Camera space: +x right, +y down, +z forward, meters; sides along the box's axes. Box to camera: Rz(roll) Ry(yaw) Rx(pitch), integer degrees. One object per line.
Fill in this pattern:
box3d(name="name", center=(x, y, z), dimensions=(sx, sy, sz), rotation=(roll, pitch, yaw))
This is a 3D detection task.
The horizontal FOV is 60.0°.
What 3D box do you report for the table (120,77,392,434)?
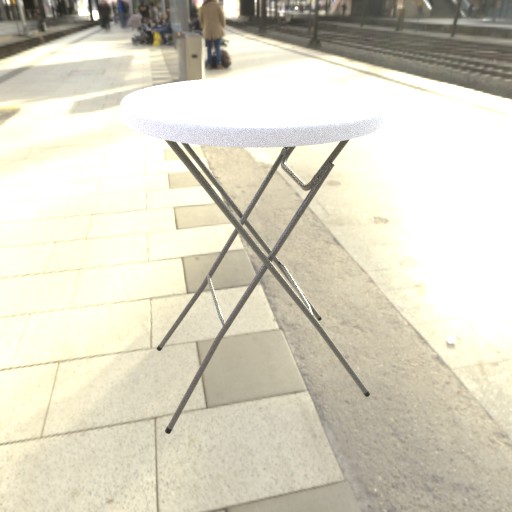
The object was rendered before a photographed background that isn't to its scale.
box3d(name="table", center=(0.000, 0.000, 1.605), dimensions=(0.795, 1.105, 0.792), rotation=(-7, 30, -13))
